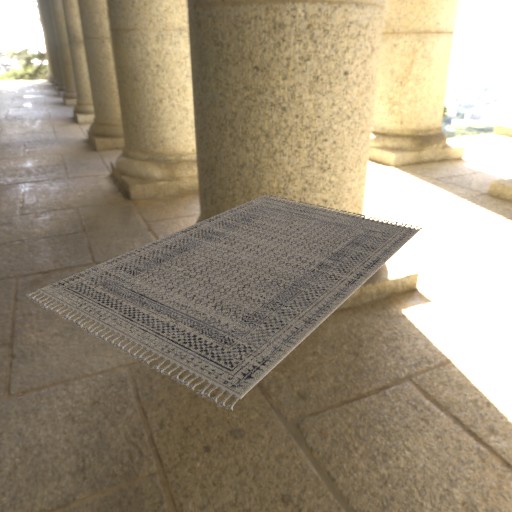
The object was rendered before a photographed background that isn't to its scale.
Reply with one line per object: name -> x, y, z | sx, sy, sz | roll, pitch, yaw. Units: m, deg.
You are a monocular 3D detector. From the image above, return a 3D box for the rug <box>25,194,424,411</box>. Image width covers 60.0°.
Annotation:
rug -> 0.000, 0.000, 3.057 | 1.548, 0.013, 2.486 | 17, 30, 32
